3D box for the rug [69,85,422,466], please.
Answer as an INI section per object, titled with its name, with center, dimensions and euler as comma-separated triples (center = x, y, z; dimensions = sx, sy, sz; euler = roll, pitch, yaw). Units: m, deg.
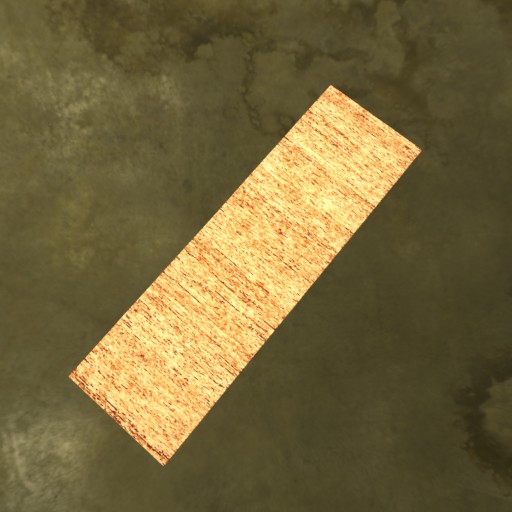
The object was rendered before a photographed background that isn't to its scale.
[rug]
center = 0.000, 0.000, 2.456
dimensions = 0.680, 0.014, 2.237
euler = 39, 79, 9
